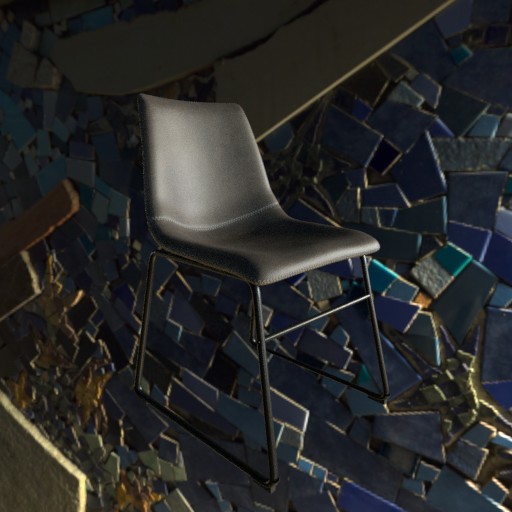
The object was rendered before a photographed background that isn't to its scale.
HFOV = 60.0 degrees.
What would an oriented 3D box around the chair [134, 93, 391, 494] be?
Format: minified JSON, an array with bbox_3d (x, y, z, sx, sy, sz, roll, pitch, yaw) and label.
[{"bbox_3d":[0.000,0.000,1.101,0.550,0.780,0.460,13,18,43],"label":"chair"}]
